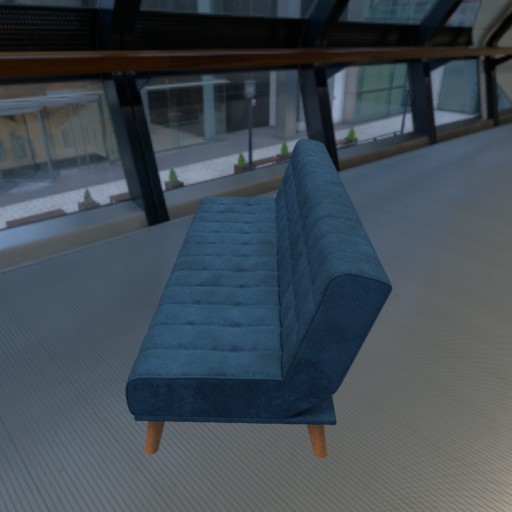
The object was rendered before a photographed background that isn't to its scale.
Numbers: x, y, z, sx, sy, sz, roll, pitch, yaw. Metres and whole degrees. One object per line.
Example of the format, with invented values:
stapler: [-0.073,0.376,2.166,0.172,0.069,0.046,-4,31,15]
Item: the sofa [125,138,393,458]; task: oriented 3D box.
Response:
sofa: [0.000,0.000,2.278,0.855,0.813,1.804,1,27,1]
